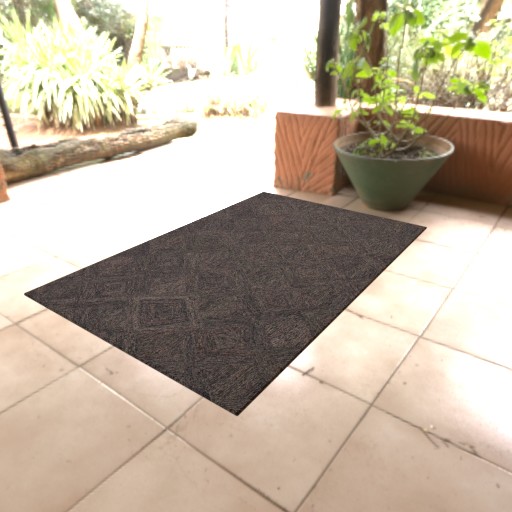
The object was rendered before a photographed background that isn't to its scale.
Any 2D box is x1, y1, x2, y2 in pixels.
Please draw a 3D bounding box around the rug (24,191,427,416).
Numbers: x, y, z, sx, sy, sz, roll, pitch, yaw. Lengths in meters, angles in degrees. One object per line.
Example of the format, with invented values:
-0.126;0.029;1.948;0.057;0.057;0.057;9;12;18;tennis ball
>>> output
0.000;0.000;2.885;1.501;0.017;2.298;18;31;32;rug
